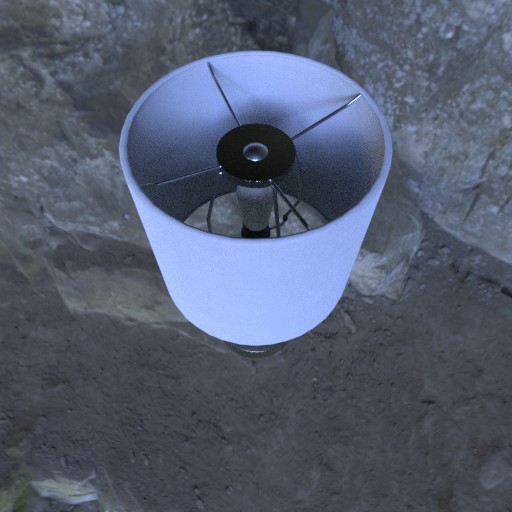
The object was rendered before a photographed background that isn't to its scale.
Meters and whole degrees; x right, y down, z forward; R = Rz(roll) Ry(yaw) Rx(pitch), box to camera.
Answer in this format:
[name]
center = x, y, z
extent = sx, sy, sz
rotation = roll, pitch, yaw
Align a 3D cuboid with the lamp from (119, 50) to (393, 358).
[lamp]
center = 0.000, 0.000, 0.478
extent = 0.201, 0.353, 0.201
rotation = 31, 63, 18
